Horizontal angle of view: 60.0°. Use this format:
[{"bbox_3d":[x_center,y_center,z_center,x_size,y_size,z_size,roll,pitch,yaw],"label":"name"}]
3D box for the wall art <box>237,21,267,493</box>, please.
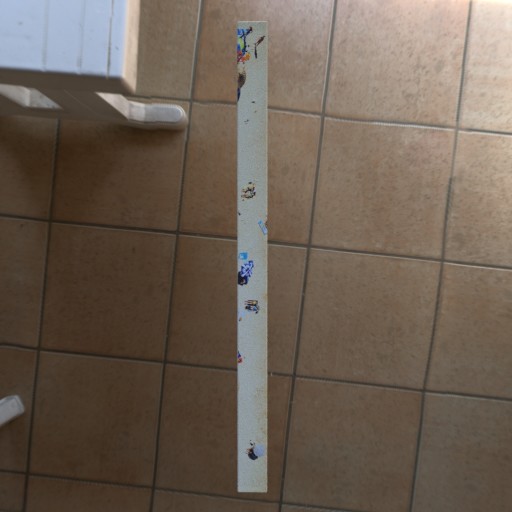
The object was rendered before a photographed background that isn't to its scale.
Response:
[{"bbox_3d":[0.000,0.000,1.136,0.057,0.595,0.894,0,92,1],"label":"wall art"}]
